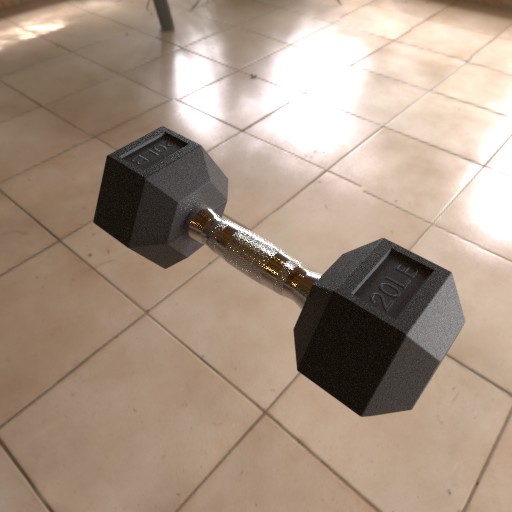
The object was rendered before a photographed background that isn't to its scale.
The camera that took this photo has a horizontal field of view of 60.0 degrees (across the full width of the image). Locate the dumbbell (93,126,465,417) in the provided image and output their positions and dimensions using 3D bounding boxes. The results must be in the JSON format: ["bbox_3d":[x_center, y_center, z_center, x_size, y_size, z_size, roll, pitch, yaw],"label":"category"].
[{"bbox_3d":[0.000,0.000,0.342,0.297,0.101,0.116,32,54,26],"label":"dumbbell"}]
